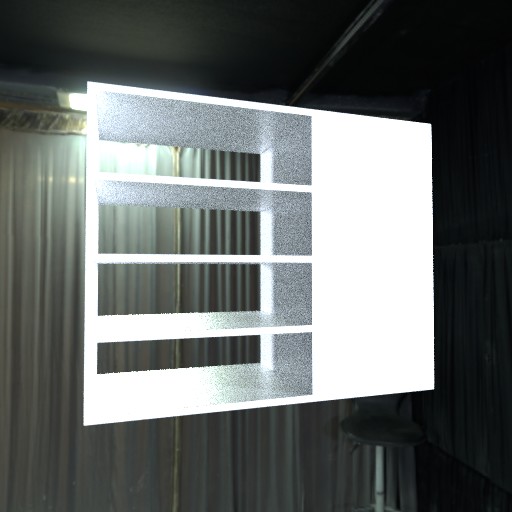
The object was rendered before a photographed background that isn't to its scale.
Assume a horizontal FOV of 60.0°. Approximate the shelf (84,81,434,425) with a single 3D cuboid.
[{"bbox_3d":[0.000,0.000,1.270,0.895,0.732,0.396,1,-2,-18],"label":"shelf"}]
